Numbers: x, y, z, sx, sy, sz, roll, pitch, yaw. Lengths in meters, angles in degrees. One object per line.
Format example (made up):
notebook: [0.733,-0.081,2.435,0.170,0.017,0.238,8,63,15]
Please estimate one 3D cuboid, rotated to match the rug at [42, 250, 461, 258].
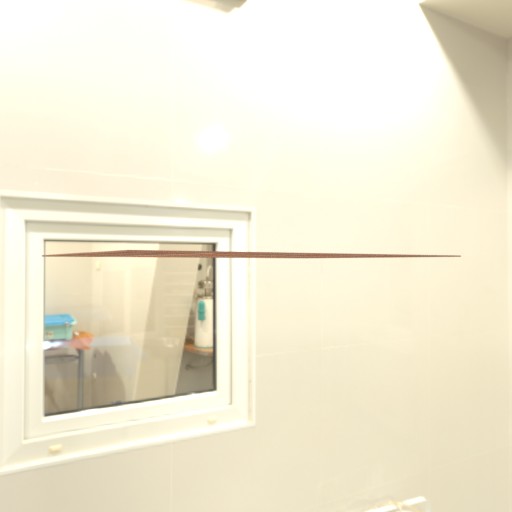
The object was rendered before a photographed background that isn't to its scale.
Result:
rug: [0.000,0.000,2.314,1.828,0.007,1.217,1,-1,-36]
